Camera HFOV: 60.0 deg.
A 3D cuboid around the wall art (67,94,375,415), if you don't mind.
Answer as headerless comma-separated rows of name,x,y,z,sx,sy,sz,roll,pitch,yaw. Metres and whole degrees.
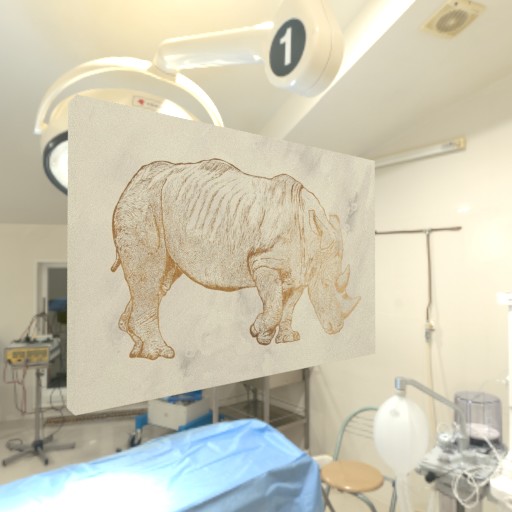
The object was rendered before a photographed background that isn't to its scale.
wall art,0.000,0.000,0.764,0.609,0.407,0.038,1,-1,-38
